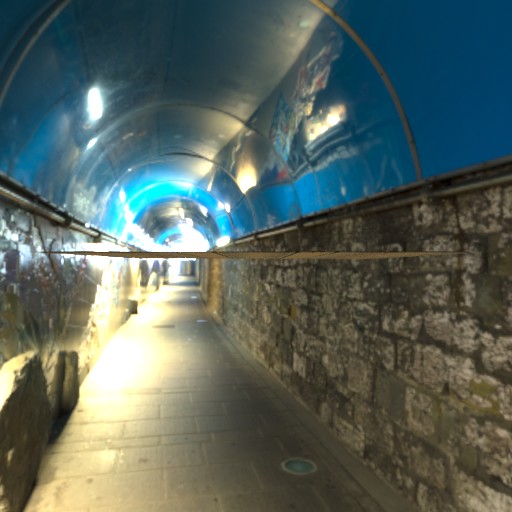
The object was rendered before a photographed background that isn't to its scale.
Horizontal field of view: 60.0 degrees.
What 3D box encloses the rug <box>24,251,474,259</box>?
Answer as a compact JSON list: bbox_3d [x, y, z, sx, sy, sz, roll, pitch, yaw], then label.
[{"bbox_3d":[0.000,0.000,4.017,3.000,0.012,2.371,0,-1,0],"label":"rug"}]
